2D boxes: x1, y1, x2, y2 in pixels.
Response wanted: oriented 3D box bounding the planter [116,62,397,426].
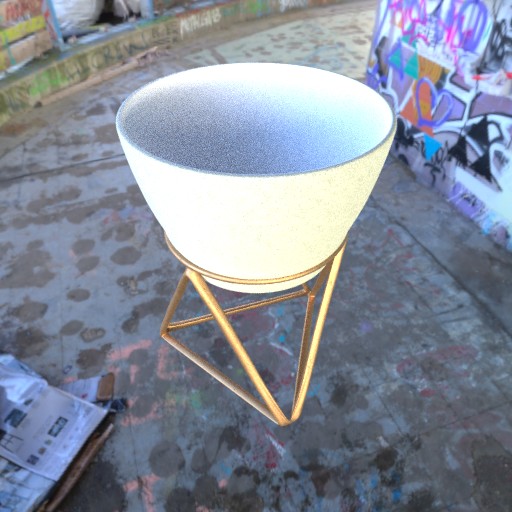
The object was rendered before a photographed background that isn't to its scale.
[{"bbox_3d":[0.000,0.000,0.729,0.350,0.504,0.350,-13,43,-15],"label":"planter"}]
